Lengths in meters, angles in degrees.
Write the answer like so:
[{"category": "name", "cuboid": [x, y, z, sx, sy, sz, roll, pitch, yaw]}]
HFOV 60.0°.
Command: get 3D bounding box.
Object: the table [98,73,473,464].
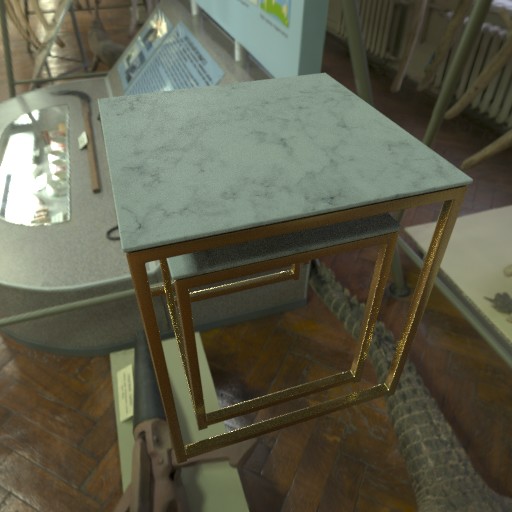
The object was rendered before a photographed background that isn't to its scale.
[{"category": "table", "cuboid": [0.000, 0.000, 0.848, 0.450, 0.500, 0.450, -12, 42, -14]}]
